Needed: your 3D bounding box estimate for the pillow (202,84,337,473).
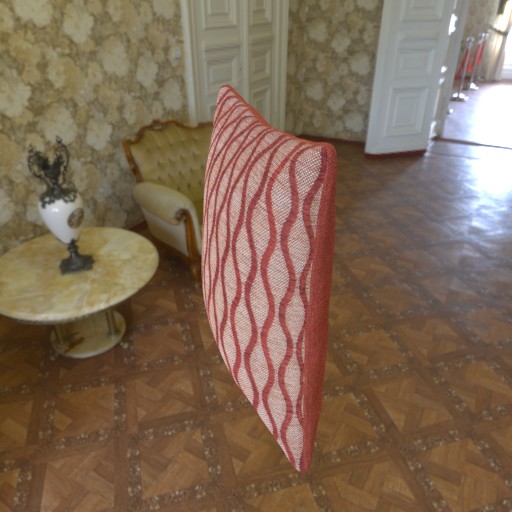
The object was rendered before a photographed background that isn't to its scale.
[{"bbox_3d":[0.000,0.000,0.659,0.159,0.434,0.429,-8,30,-15],"label":"pillow"}]
